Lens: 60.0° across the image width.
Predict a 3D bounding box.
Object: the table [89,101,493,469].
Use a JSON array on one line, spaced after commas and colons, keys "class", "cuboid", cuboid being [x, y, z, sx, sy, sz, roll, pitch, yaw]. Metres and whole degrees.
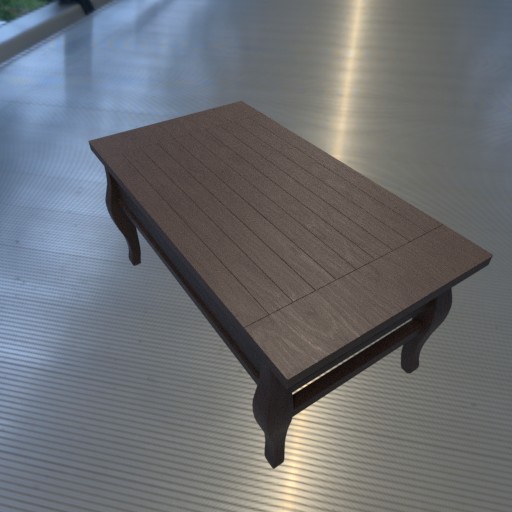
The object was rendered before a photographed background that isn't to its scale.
[{"class": "table", "cuboid": [0.000, 0.000, 1.376, 0.600, 0.494, 1.062, -24, 47, -25]}]
